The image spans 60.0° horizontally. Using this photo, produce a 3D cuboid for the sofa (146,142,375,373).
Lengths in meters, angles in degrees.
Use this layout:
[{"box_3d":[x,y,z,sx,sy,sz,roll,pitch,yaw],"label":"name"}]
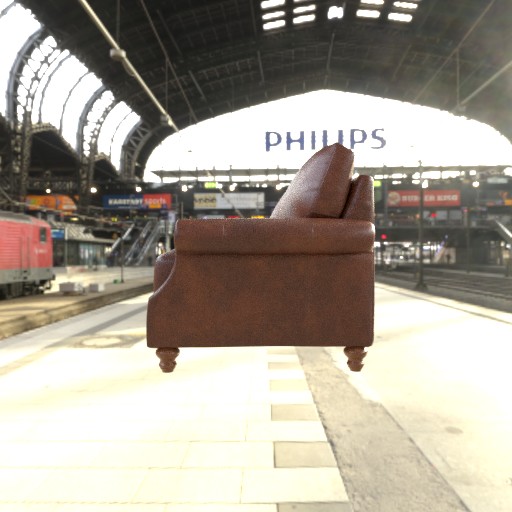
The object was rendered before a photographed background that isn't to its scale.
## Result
[{"box_3d":[0.000,0.000,2.919,0.973,0.977,2.351,0,0,-1],"label":"sofa"}]
